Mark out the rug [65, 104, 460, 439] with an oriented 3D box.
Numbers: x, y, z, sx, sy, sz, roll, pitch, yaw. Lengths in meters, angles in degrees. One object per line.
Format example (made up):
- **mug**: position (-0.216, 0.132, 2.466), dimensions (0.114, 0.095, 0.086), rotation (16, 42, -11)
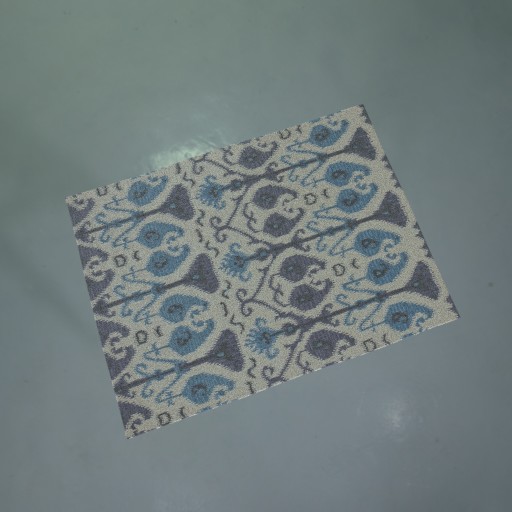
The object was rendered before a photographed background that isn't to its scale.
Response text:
- **rug**: position (0.000, 0.000, 2.996), dimensions (2.261, 0.013, 1.676), rotation (-19, 77, -5)
